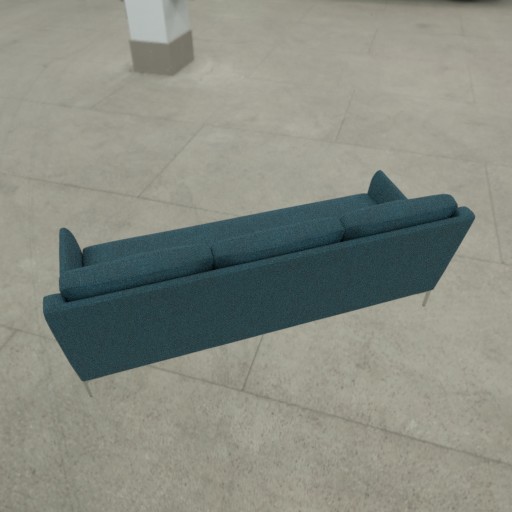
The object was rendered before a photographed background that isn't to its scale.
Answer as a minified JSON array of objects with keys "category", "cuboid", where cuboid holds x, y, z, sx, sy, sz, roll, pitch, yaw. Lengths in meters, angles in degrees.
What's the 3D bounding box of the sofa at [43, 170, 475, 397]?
[{"category":"sofa","cuboid":[0.000,0.000,2.479,2.060,0.837,0.849,-12,43,-14]}]
